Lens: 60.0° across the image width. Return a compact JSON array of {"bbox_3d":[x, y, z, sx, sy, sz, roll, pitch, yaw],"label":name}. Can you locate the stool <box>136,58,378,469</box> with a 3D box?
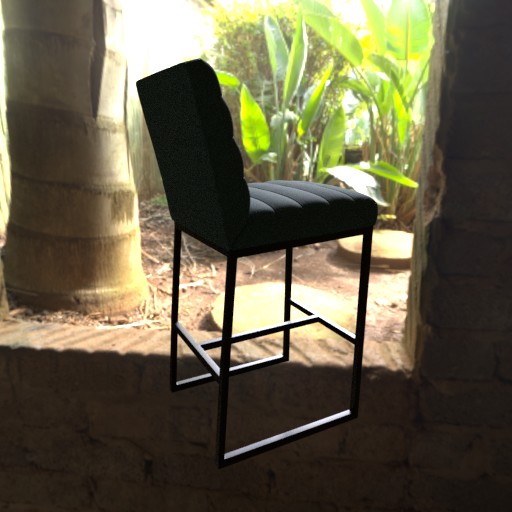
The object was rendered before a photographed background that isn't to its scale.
[{"bbox_3d":[0.000,0.000,1.355,0.560,1.040,0.460,-8,18,-27],"label":"stool"}]
